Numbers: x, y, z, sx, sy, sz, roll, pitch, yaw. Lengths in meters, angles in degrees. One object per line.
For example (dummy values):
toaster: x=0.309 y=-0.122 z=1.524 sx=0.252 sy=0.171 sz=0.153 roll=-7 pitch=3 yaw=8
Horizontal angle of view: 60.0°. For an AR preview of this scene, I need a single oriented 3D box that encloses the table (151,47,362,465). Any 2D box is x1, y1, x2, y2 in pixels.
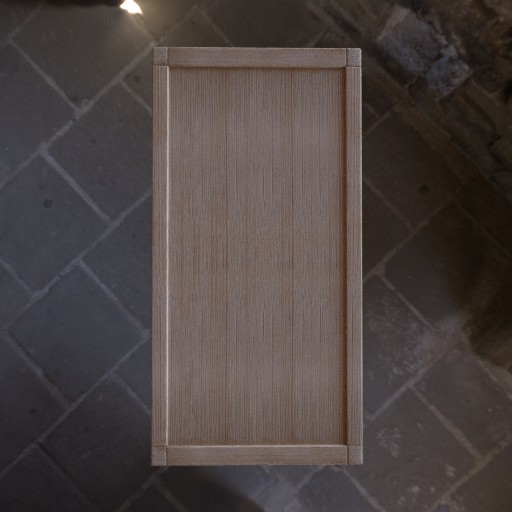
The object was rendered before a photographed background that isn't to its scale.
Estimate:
table: x=0.000 y=0.000 z=1.616 sx=0.660 sy=0.457 sz=1.321 roll=0 pitch=89 yaw=-1
